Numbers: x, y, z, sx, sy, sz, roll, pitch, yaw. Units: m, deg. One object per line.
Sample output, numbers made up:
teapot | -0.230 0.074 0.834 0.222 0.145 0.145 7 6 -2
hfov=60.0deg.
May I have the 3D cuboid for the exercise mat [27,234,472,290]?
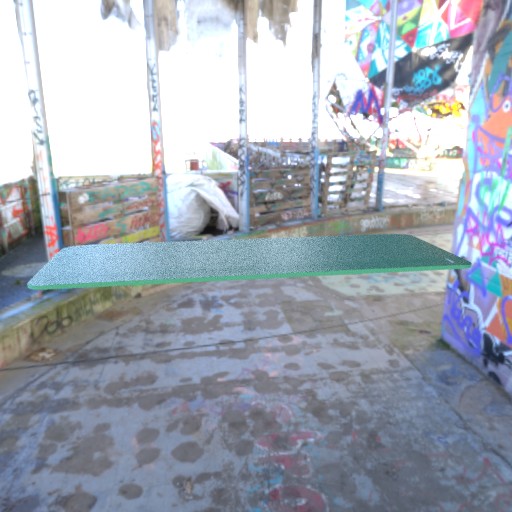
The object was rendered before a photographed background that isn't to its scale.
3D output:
exercise mat | 0.000 0.000 2.084 1.869 0.021 0.616 -2 16 -9
